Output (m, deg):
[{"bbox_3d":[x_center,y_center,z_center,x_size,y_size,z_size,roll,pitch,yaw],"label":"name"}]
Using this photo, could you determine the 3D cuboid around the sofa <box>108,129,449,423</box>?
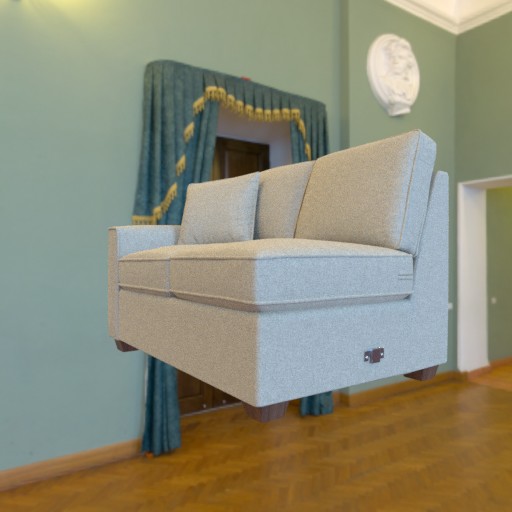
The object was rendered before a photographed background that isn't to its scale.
[{"bbox_3d":[0.000,0.000,2.061,0.991,0.989,1.388,0,0,-36],"label":"sofa"}]
